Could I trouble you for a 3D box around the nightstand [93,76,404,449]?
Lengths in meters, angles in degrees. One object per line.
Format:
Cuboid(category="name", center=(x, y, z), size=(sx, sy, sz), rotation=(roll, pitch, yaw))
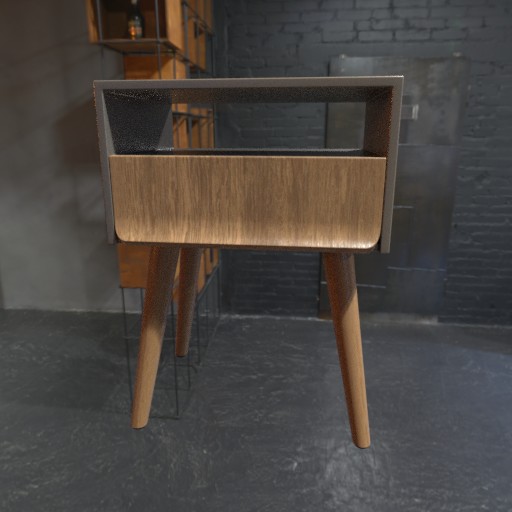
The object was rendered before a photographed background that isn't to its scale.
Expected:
Cuboid(category="nightstand", center=(0.000, 0.000, 0.716), size=(0.370, 0.508, 0.288), rotation=(2, 16, 7))
